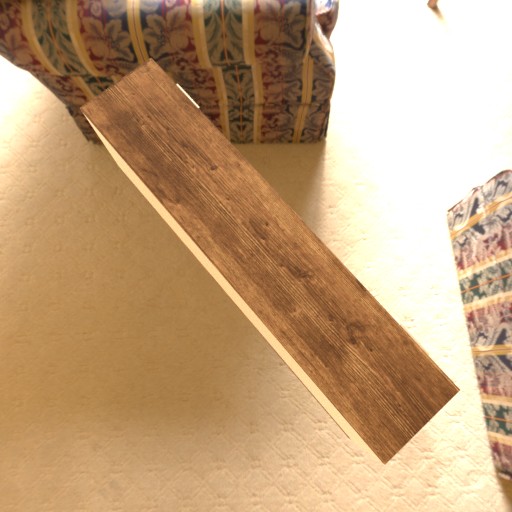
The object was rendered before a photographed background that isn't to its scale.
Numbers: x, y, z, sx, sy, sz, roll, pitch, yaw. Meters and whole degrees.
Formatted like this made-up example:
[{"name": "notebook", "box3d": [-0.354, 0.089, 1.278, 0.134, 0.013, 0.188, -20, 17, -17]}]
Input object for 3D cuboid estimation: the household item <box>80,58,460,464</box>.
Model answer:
[{"name": "household item", "box3d": [0.000, 0.000, 2.002, 0.390, 0.615, 1.800, -40, 79, -9]}]
